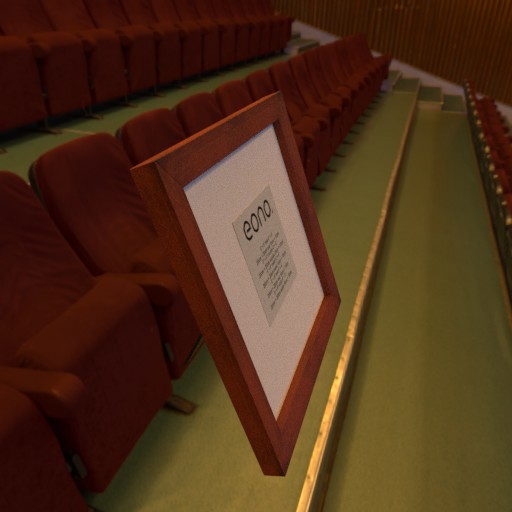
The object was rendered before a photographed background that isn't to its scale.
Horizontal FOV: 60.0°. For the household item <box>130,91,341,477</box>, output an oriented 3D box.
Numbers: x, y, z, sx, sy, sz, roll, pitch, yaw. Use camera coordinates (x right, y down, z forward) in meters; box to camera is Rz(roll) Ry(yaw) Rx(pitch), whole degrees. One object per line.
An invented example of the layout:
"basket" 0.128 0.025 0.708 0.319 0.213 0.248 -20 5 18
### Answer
"household item" 0.000 0.000 0.393 0.131 0.240 0.240 10 31 17
